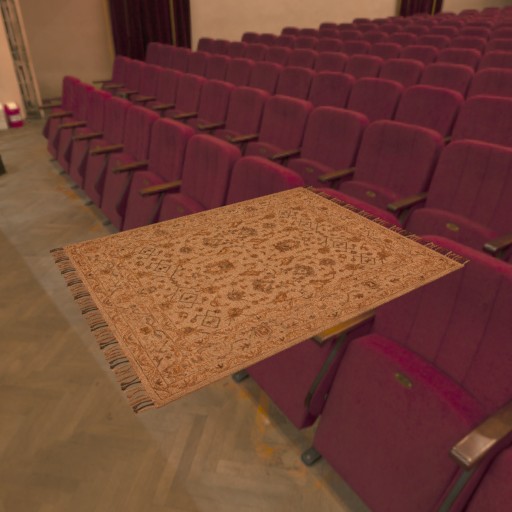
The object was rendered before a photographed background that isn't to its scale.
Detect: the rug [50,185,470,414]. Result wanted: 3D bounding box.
[{"bbox_3d":[0.000,0.000,2.240,1.726,0.009,1.278,-18,34,-29],"label":"rug"}]
